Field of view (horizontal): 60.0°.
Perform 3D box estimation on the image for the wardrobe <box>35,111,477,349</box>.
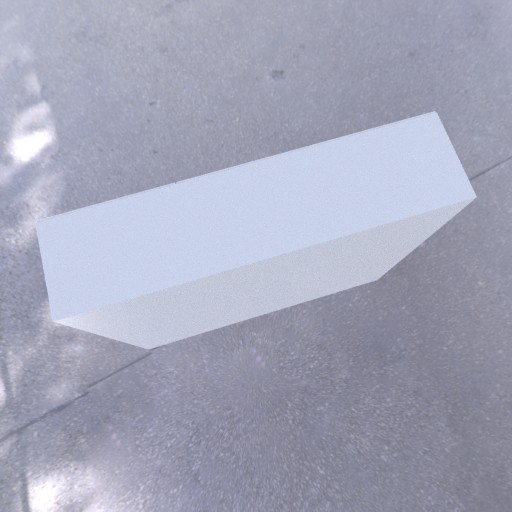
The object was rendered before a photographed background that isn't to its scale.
[{"bbox_3d":[0.000,0.000,1.962,1.340,1.200,0.360,-16,75,-5],"label":"wardrobe"}]
